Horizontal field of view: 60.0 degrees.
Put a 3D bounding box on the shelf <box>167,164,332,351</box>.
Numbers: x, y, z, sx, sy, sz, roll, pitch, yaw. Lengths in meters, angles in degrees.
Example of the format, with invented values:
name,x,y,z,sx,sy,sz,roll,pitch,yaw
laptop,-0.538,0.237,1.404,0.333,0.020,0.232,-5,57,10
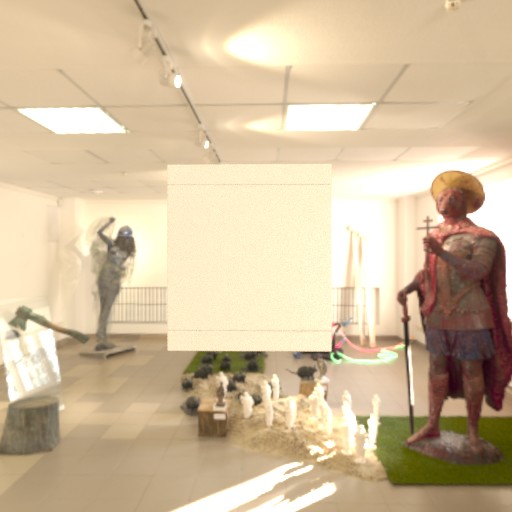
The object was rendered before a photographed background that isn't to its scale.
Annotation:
name,x,y,z,sx,sy,sz,roll,pitch,yaw
shelf,0.000,0.000,0.708,0.150,0.170,0.610,0,0,1
